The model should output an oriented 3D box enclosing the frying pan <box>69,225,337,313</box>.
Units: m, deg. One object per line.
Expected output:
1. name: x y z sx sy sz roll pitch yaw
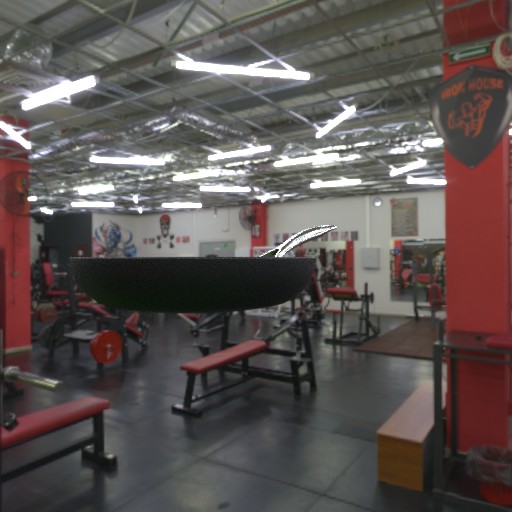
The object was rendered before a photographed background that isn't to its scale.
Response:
1. frying pan: 0.000 0.000 0.567 0.255 0.105 0.472 0 0 36
